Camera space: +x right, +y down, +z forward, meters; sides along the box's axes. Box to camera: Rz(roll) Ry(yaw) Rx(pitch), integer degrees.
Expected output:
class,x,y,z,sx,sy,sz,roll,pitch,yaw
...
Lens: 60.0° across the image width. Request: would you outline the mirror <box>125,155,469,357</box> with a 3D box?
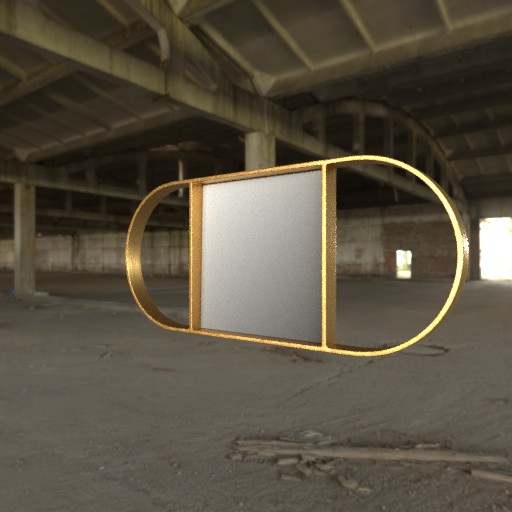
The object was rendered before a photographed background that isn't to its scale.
class,x,y,z,sx,sy,sz,roll,pitch,yaw
mirror,0.000,0.000,0.669,0.584,0.254,0.032,0,0,36
